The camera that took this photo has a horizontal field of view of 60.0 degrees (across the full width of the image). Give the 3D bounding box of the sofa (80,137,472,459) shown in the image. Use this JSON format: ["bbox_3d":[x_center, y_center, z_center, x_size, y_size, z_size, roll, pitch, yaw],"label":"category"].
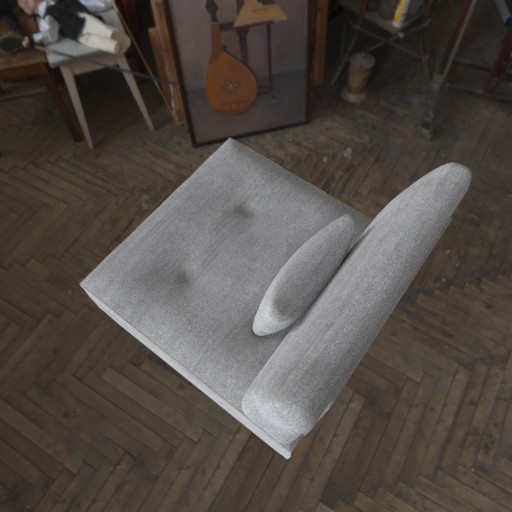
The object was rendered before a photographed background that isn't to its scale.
[{"bbox_3d":[0.000,0.000,1.638,1.000,0.820,0.930,34,67,16],"label":"sofa"}]
